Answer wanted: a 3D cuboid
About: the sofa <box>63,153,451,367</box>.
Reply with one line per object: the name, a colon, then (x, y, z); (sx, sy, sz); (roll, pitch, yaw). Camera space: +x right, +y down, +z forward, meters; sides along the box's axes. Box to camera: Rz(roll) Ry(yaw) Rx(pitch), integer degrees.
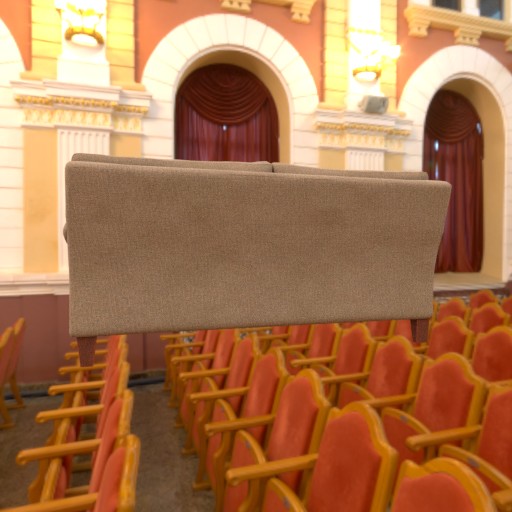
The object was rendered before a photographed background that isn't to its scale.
sofa: (0.000, 0.000, 2.822); (2.193, 1.096, 1.069); (0, 1, -17)
